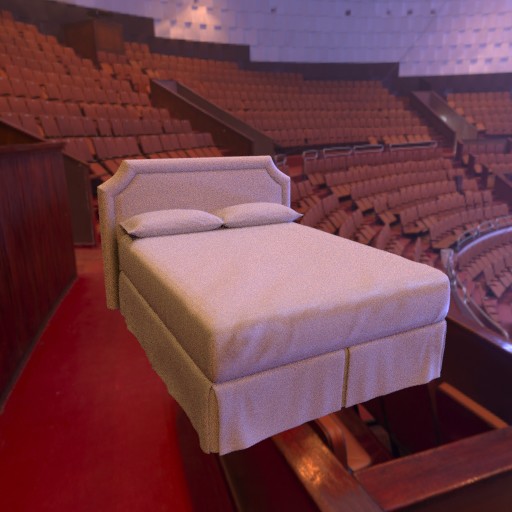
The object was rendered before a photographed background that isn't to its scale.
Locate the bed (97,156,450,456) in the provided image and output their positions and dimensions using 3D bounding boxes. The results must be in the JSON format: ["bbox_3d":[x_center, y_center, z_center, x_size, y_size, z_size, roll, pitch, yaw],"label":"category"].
[{"bbox_3d":[0.000,0.000,3.225,1.828,1.297,2.164,-8,18,-27],"label":"bed"}]
